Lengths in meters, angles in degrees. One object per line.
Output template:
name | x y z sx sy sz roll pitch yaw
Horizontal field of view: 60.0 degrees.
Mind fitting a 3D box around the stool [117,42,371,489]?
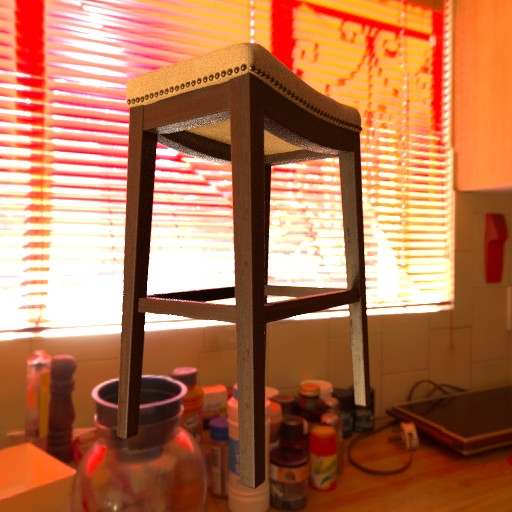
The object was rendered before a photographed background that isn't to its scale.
stool | 0.000 0.000 1.038 0.363 0.768 0.509 0 1 36
